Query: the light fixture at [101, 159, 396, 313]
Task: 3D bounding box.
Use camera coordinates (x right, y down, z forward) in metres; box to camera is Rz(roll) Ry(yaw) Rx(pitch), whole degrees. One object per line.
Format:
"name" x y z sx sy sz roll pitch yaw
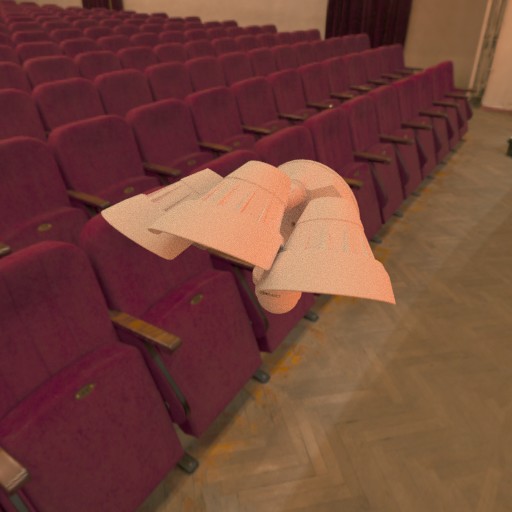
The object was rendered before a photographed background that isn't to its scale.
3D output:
"light fixture" 0.000 0.000 0.547 0.369 0.237 0.278 18 34 28
